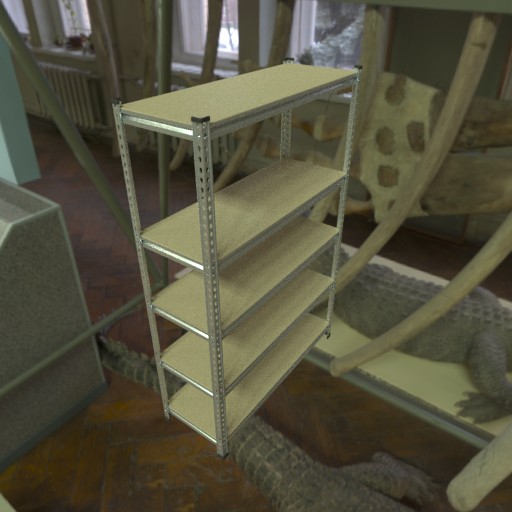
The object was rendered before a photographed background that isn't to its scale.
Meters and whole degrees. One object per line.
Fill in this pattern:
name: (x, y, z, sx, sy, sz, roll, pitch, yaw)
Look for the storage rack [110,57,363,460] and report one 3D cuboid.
storage rack: (0.000, 0.000, 2.432, 0.457, 1.829, 1.219, 21, 38, 30)
